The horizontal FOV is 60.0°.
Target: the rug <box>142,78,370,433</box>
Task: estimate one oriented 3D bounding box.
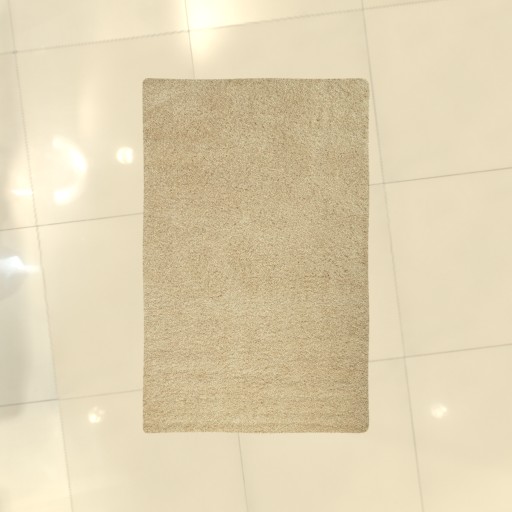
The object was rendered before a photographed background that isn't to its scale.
[{"bbox_3d":[0.000,0.000,2.940,1.500,0.025,2.349,0,90,0],"label":"rug"}]
